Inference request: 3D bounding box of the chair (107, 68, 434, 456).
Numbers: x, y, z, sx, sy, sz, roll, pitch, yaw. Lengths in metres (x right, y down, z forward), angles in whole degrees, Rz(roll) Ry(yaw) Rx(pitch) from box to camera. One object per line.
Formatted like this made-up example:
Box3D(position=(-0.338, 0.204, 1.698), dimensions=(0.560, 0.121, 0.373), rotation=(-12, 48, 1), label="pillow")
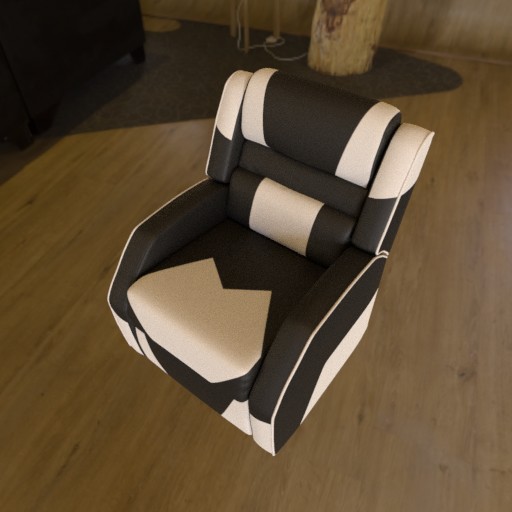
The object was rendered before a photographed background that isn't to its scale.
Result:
Box3D(position=(0.000, 0.000, 1.288), dimensions=(0.620, 0.805, 0.672), rotation=(28, 52, 26), label="chair")
